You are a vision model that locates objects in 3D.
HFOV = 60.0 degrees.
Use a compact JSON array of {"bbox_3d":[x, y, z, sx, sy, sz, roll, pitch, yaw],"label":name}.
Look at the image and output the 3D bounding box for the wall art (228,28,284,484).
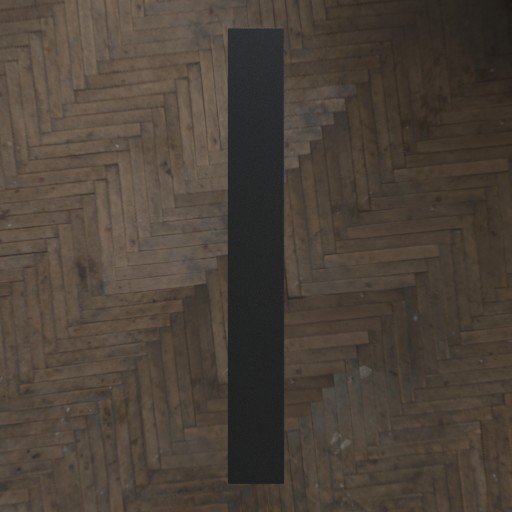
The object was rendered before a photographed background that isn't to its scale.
[{"bbox_3d":[0.000,0.000,0.446,0.038,0.304,0.304,0,90,0],"label":"wall art"}]
